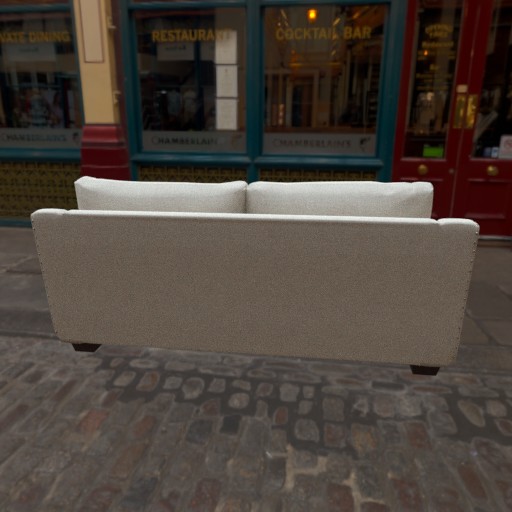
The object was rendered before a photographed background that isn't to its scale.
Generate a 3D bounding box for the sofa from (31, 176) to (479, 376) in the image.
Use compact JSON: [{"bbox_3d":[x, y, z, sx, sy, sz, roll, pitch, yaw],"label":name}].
[{"bbox_3d":[0.000,0.000,2.660,2.107,0.983,1.104,2,16,7],"label":"sofa"}]
